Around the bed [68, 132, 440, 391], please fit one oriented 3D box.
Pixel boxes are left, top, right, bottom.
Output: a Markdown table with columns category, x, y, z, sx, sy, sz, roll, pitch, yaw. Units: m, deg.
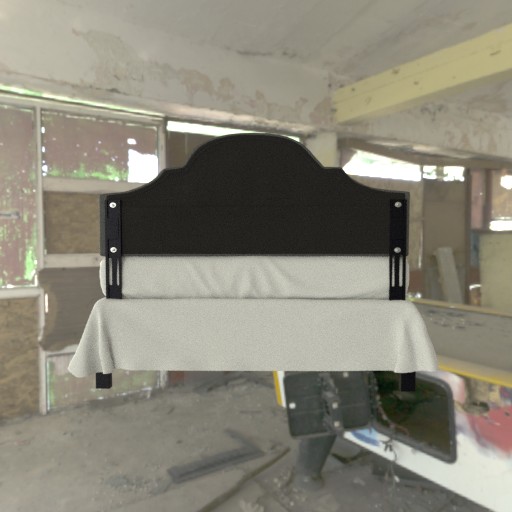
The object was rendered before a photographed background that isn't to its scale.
| category | x | y | z | sx | sy | sz | roll | pitch | yaw |
| --- | --- | --- | --- | --- | --- | --- | --- | --- | --- |
| bed | 0.000 | 0.000 | 3.763 | 2.303 | 1.631 | 2.222 | 0 | 2 | 2 |
